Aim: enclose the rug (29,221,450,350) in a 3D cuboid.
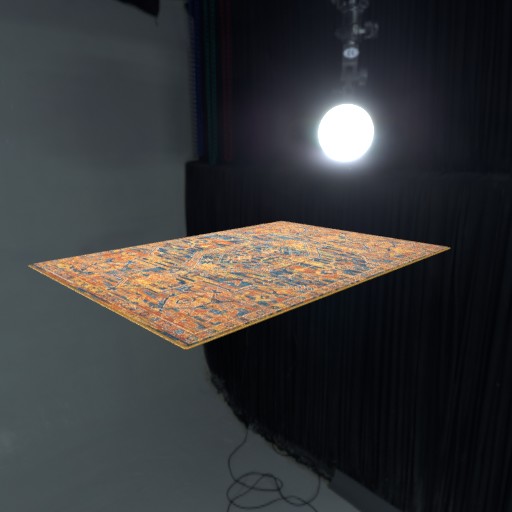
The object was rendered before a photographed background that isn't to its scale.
[{"bbox_3d":[0.000,0.000,3.702,2.916,0.019,2.043,-13,19,-43],"label":"rug"}]
